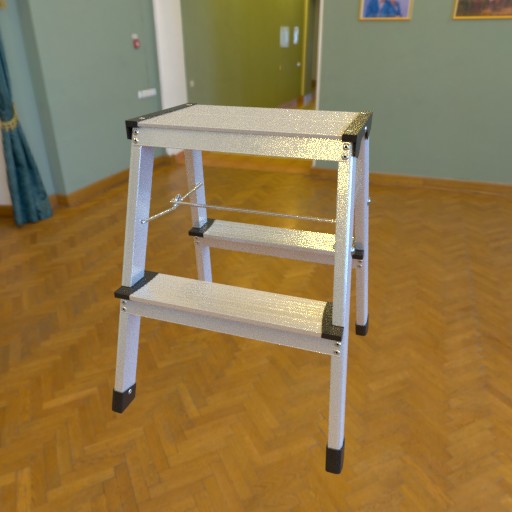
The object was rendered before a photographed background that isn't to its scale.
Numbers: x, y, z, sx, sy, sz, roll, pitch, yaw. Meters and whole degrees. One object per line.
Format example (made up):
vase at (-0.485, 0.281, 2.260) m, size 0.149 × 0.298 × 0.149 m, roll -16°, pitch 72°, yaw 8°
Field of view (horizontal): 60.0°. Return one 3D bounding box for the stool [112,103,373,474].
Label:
stool at (0.000, 0.000, 0.784) m, size 0.404 × 0.480 × 0.405 m, roll 8°, pitch 28°, yaw 17°
